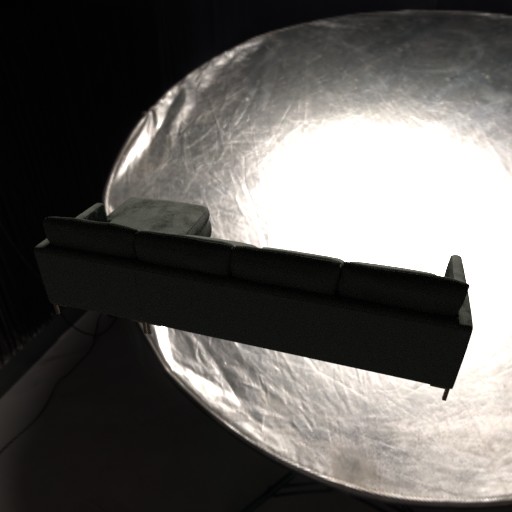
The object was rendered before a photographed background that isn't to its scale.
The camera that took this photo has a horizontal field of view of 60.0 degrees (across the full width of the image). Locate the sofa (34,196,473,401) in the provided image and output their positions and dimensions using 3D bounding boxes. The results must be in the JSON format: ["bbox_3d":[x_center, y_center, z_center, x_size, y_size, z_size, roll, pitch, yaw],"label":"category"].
[{"bbox_3d":[0.000,0.000,3.160,2.725,0.756,1.255,9,33,14],"label":"sofa"}]
